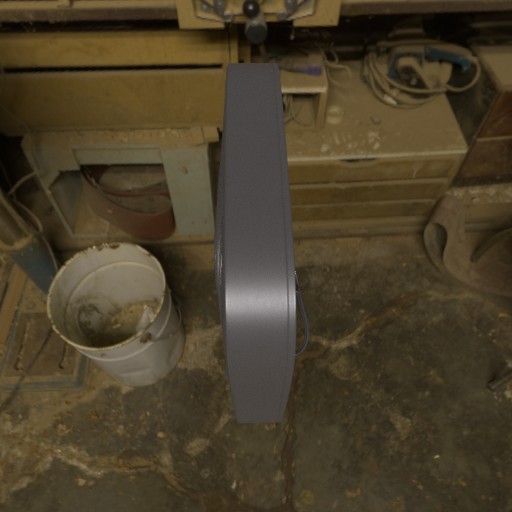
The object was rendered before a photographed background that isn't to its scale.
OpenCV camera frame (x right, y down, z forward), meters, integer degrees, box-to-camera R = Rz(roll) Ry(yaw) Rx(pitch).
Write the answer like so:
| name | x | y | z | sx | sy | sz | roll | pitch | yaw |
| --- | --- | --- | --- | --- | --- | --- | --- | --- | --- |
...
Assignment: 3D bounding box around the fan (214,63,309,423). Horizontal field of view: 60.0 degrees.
| name | x | y | z | sx | sy | sz | roll | pitch | yaw |
| --- | --- | --- | --- | --- | --- | --- | --- | --- | --- |
| fan | 0.000 | 0.000 | 0.797 | 0.142 | 0.533 | 0.526 | -1 | 58 | -1 |
